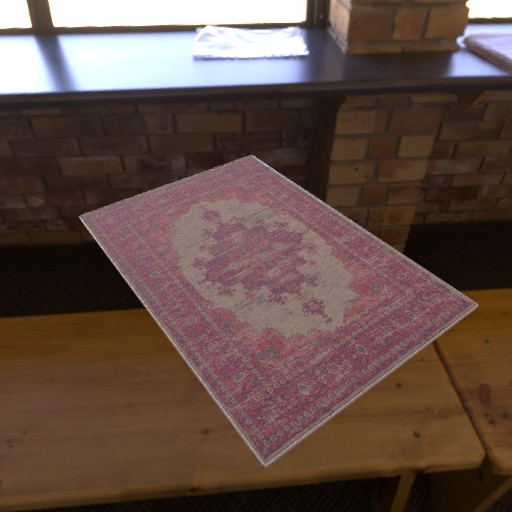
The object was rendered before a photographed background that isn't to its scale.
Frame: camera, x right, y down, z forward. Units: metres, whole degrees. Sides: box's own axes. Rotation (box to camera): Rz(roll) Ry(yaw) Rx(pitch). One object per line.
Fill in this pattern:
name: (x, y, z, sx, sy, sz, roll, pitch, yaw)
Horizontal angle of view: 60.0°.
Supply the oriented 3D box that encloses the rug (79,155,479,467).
rug: (0.000, 0.000, 3.716, 2.005, 0.014, 2.878, -26, 47, -27)
